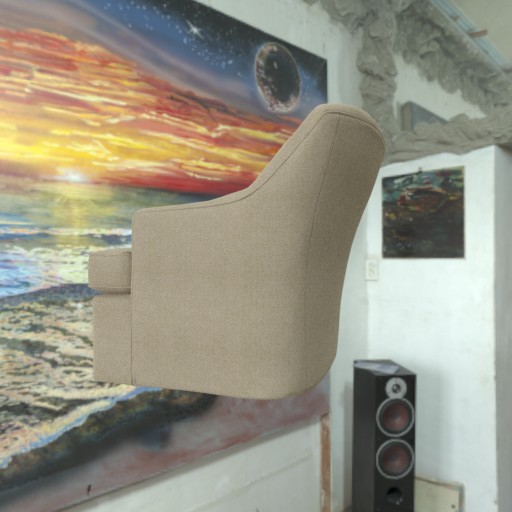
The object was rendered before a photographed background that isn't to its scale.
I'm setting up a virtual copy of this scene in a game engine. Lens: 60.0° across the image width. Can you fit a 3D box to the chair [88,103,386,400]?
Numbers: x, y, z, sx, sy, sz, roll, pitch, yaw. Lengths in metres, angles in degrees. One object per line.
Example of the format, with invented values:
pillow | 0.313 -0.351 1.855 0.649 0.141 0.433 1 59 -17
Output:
chair | 0.000 0.000 1.638 0.923 0.856 0.864 0 -1 17
